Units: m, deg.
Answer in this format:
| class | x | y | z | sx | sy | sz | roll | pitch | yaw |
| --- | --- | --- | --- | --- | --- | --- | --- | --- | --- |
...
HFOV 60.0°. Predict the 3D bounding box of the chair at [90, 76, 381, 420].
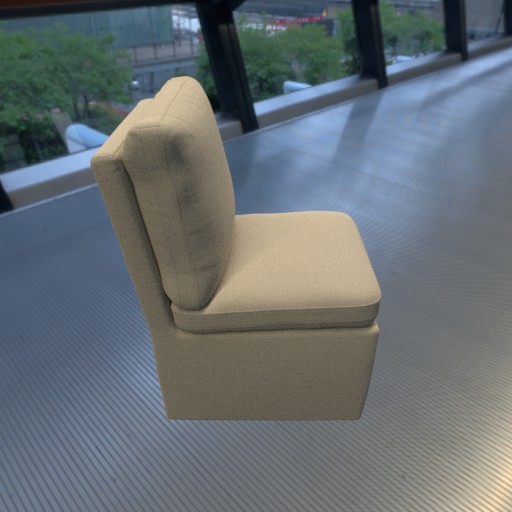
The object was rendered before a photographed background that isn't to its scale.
| class | x | y | z | sx | sy | sz | roll | pitch | yaw |
| --- | --- | --- | --- | --- | --- | --- | --- | --- | --- |
| chair | 0.000 | 0.000 | 1.323 | 0.698 | 0.927 | 0.503 | 0 | 33 | 0 |
